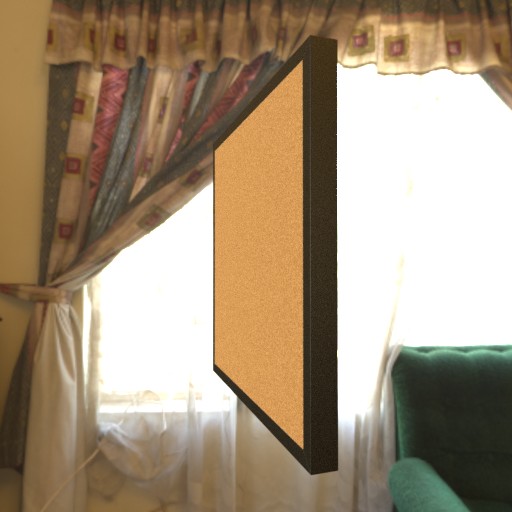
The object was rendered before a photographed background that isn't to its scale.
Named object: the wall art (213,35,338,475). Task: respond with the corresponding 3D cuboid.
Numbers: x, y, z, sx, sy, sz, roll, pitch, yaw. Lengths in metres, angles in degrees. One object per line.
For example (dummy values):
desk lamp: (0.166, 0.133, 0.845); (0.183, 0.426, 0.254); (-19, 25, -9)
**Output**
wall art: (0.000, 0.000, 0.756); (0.036, 0.508, 0.508); (0, -1, -18)
